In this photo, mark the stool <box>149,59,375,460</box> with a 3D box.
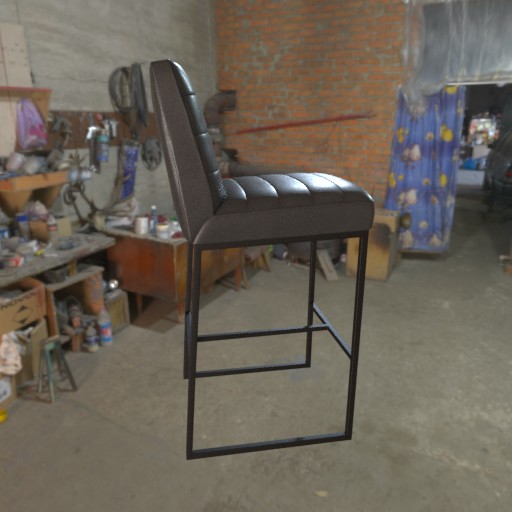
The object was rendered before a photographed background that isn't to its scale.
[{"bbox_3d":[0.000,0.000,1.339,0.552,1.040,0.457,-3,16,-10],"label":"stool"}]
